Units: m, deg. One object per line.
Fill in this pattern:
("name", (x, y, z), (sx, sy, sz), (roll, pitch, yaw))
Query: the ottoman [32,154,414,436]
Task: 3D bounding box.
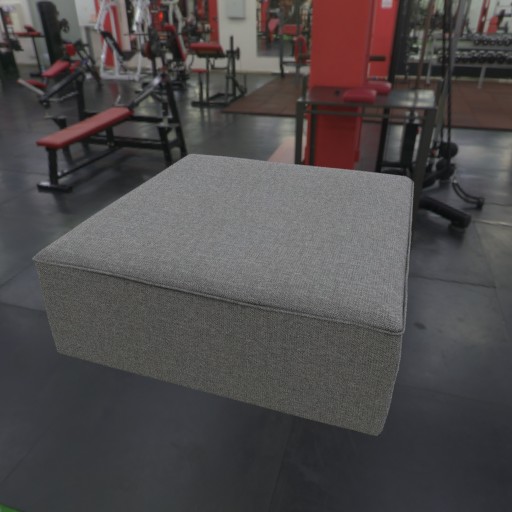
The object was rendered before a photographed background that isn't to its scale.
("ottoman", (0.000, 0.000, 1.583), (1.023, 0.423, 1.017), (10, 31, 16))
